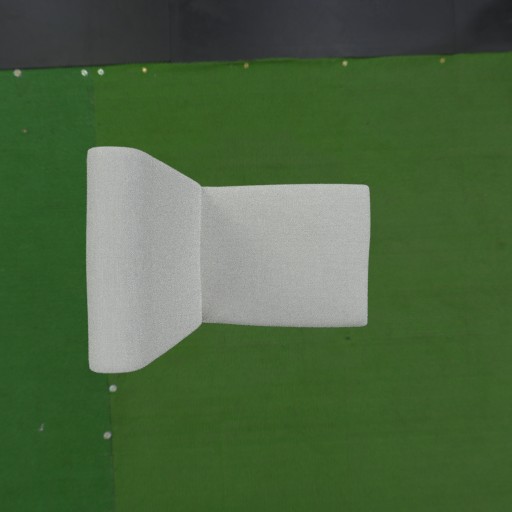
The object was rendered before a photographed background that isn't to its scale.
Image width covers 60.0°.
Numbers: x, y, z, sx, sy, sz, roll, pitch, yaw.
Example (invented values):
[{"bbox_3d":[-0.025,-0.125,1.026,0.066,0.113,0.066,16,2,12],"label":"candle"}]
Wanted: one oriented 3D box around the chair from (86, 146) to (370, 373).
[{"bbox_3d":[0.000,0.000,1.352,0.708,0.976,0.452,0,91,-2],"label":"chair"}]
